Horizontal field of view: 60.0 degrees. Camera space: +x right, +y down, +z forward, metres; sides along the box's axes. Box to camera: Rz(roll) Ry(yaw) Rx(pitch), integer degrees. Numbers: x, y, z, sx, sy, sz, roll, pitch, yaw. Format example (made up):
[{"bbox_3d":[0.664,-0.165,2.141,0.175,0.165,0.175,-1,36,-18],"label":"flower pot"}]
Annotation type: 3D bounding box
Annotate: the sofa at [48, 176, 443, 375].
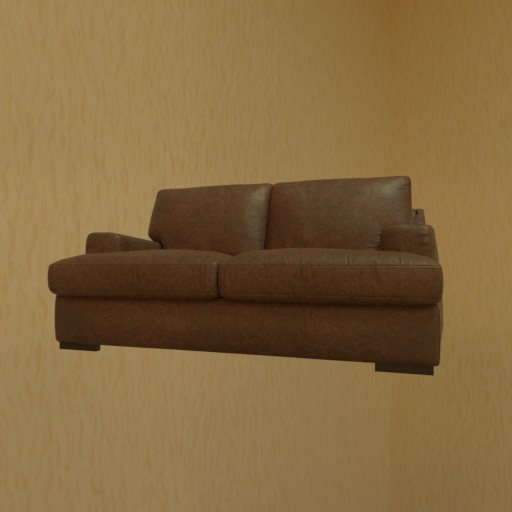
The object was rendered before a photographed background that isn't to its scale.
[{"bbox_3d":[0.000,0.000,2.449,1.880,0.939,1.143,0,-1,18],"label":"sofa"}]
